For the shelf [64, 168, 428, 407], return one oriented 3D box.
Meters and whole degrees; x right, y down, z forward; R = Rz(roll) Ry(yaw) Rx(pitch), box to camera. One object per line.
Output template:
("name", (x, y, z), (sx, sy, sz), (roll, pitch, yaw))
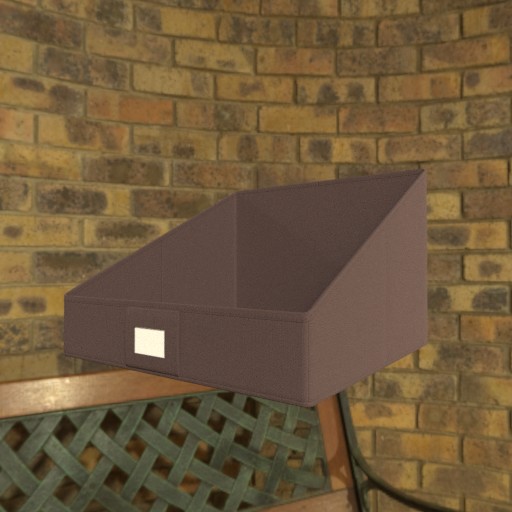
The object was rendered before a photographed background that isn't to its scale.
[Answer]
("shelf", (0.000, 0.000, 0.491), (0.292, 0.210, 0.292), (-1, -1, 36))
